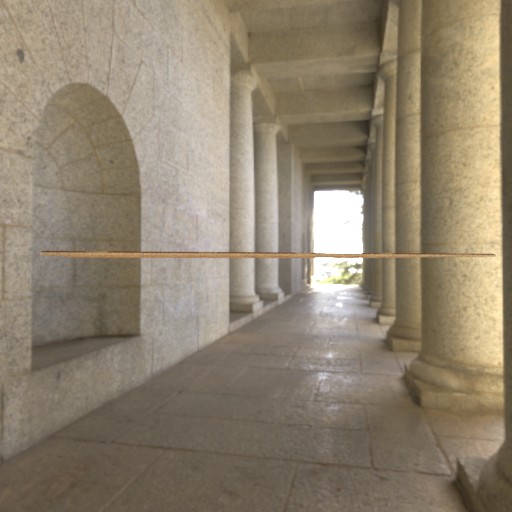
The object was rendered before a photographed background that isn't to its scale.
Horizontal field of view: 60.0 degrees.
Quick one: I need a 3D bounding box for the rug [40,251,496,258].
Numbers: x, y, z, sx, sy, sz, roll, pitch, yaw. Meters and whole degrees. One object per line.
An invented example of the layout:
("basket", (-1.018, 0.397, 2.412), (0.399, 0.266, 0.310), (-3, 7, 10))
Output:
("rug", (0.000, 0.000, 2.845), (2.286, 0.016, 1.555), (0, -1, -17))
